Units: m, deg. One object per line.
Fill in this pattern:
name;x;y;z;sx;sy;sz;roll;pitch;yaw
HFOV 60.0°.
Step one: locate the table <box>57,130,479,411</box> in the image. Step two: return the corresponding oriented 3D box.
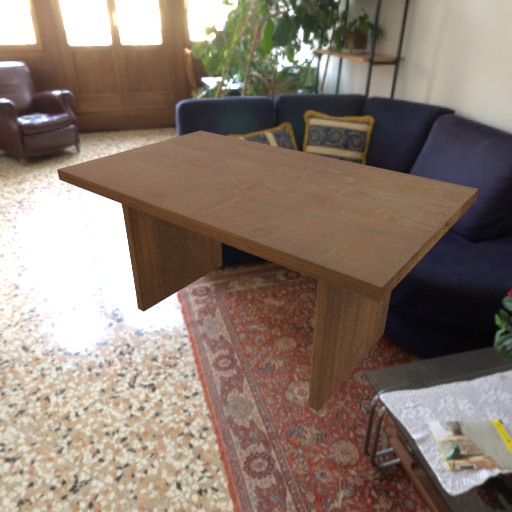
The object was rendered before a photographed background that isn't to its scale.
table;0.000;0.000;2.138;1.609;0.780;0.946;21;36;33
